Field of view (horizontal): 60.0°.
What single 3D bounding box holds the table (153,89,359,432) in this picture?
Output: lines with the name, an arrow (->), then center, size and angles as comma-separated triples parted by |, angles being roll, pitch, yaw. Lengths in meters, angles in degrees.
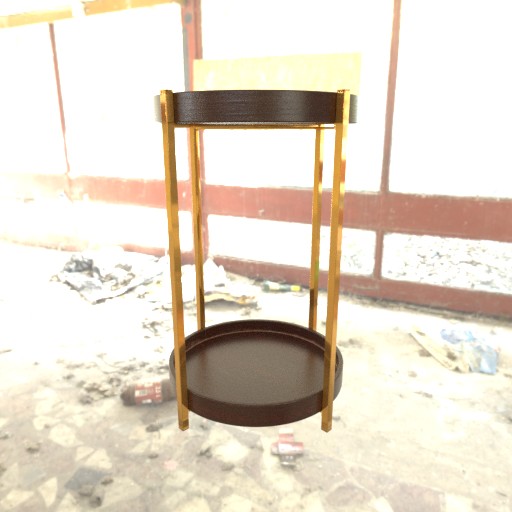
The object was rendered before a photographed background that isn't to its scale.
table -> 0.000, 0.000, 0.895 | 0.400, 0.610, 0.400 | -15, 22, -42
